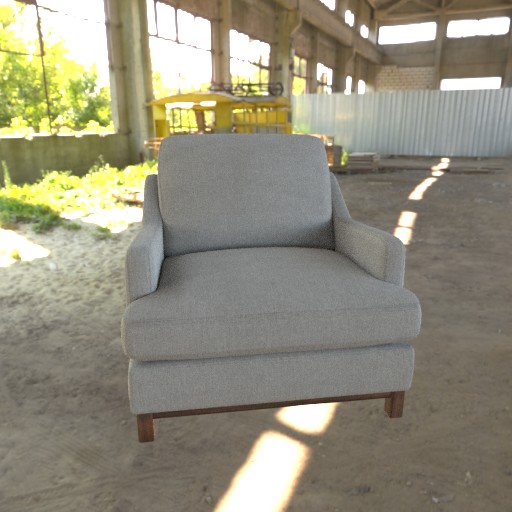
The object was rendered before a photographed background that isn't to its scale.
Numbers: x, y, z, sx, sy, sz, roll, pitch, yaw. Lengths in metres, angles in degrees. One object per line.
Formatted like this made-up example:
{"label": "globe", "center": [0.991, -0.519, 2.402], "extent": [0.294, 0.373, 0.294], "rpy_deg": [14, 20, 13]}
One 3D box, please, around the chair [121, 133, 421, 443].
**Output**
{"label": "chair", "center": [0.000, 0.000, 1.555], "extent": [0.826, 0.821, 0.892], "rpy_deg": [-2, 16, -8]}
